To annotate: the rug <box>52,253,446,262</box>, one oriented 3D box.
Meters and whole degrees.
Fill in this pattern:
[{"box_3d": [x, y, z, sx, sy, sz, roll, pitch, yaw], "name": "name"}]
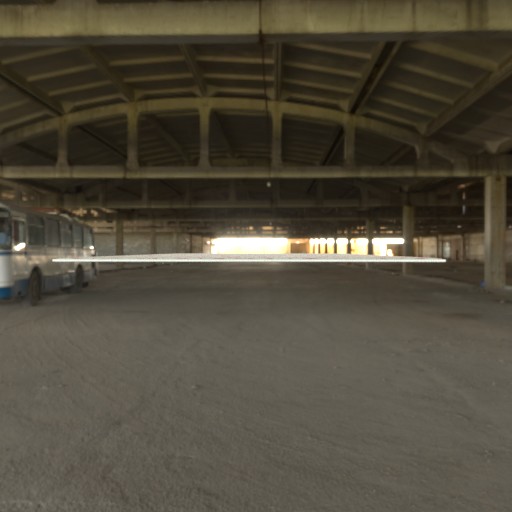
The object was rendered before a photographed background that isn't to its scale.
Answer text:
[{"box_3d": [0.000, 0.000, 3.408, 1.819, 0.018, 2.746, 0, 1, 2], "name": "rug"}]
